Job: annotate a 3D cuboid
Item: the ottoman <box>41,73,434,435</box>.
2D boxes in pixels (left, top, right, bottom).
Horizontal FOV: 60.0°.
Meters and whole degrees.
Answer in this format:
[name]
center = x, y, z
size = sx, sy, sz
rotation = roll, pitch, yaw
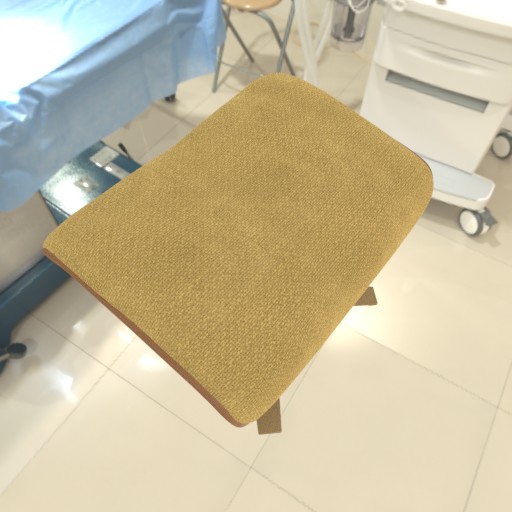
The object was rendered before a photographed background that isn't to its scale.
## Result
[ottoman]
center = 0.000, 0.000, 0.786
size = 0.394, 0.391, 0.520
rotation = 34, 62, 21
